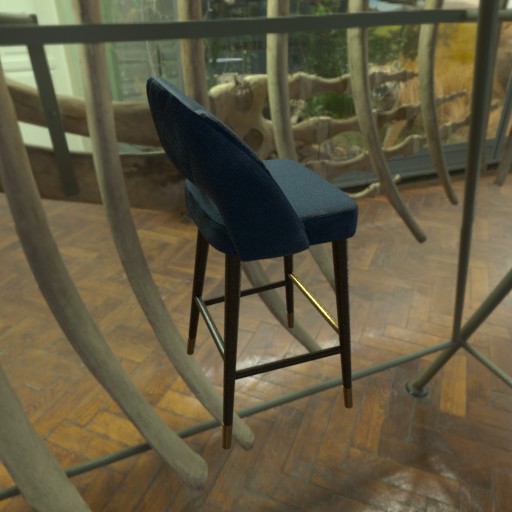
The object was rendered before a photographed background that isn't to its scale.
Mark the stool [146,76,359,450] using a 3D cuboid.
[{"bbox_3d":[0.000,0.000,1.322,0.515,1.016,0.514,-11,32,-19],"label":"stool"}]
